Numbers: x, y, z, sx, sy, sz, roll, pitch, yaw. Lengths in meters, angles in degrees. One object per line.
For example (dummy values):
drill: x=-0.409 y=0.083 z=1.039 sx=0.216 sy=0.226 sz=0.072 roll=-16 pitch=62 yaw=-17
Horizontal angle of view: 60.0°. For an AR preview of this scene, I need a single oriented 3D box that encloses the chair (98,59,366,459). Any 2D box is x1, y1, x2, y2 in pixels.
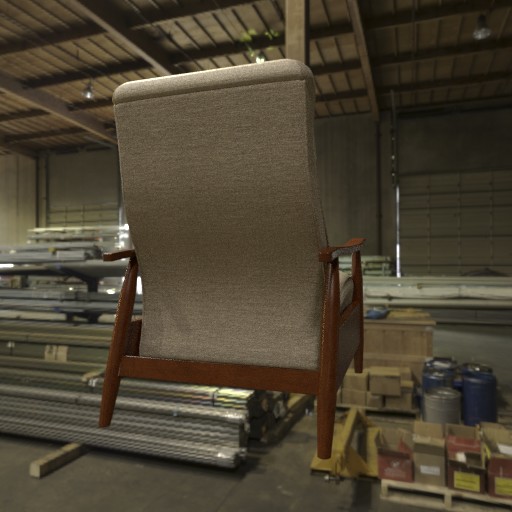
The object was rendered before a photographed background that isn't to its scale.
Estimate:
chair: x=0.000 y=0.000 z=1.748 sx=0.762 sy=1.082 sz=1.014 roll=0 pitch=-1 yaw=19
